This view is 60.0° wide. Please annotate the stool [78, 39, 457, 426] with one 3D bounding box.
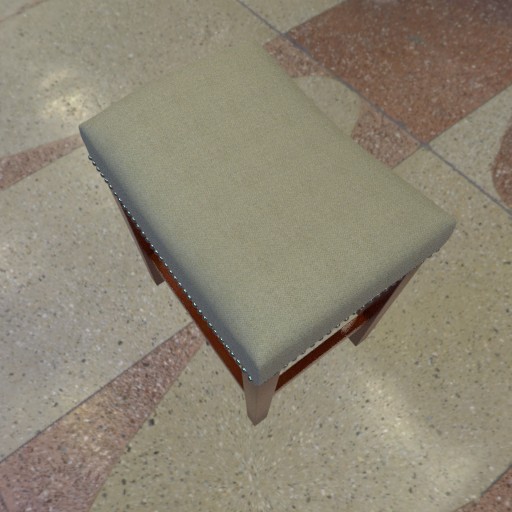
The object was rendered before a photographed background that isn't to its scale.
[{"bbox_3d":[0.000,0.000,0.934,0.375,0.632,0.509,-33,68,-16],"label":"stool"}]
